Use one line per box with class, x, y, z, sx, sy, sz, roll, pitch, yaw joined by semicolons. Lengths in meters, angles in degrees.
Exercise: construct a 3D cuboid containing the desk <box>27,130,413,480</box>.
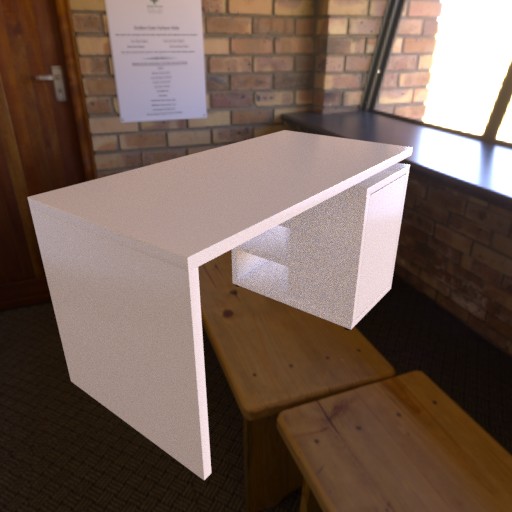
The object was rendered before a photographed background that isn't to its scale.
desk;0.000;0.000;1.829;0.690;0.740;1.400;19;32;33
